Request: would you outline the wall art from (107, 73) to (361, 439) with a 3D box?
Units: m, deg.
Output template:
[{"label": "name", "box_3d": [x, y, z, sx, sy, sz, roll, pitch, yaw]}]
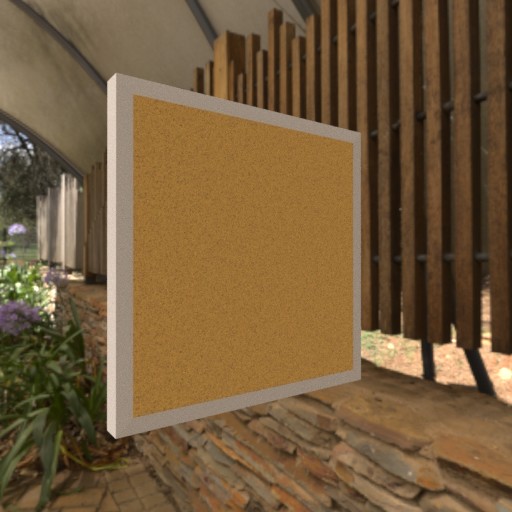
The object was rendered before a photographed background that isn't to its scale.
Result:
[{"label": "wall art", "box_3d": [0.000, 0.000, 1.979, 1.289, 1.291, 0.098, 0, 0, -36]}]
